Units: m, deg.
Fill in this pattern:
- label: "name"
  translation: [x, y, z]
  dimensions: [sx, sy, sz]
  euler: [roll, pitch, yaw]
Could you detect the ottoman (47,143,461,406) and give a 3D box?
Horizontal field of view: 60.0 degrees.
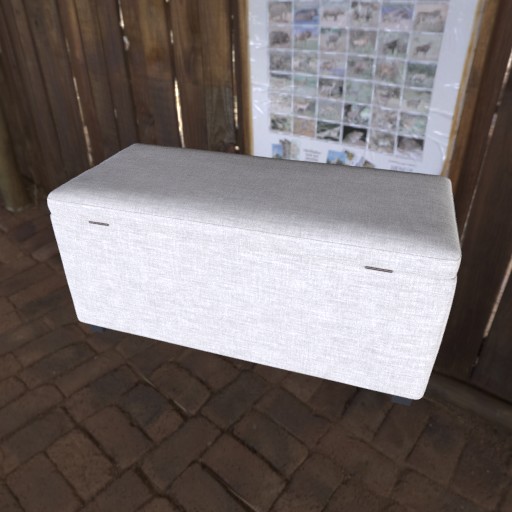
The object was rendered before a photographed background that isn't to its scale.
- label: "ottoman"
  translation: [0.000, 0.000, 1.141]
  dimensions: [0.902, 0.432, 0.419]
  euler: [10, 33, 15]
